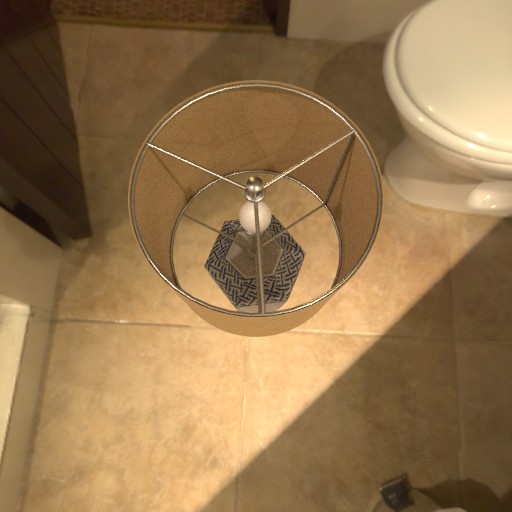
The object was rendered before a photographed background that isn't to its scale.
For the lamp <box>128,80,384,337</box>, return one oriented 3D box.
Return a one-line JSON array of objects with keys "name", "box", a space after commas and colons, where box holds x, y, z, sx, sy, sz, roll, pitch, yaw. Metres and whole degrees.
[{"name": "lamp", "box": [0.000, 0.000, 0.865, 0.320, 0.682, 0.320, -33, 78, -8]}]
